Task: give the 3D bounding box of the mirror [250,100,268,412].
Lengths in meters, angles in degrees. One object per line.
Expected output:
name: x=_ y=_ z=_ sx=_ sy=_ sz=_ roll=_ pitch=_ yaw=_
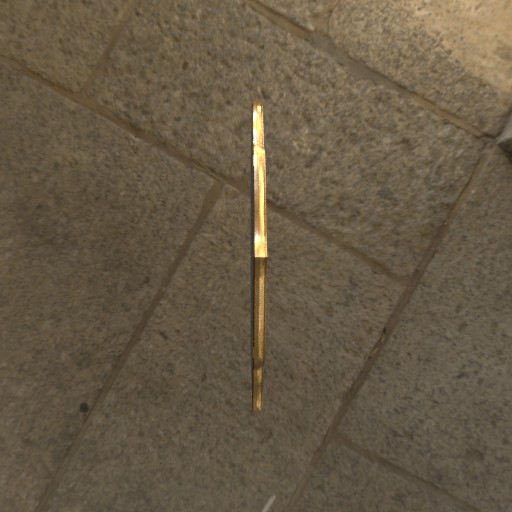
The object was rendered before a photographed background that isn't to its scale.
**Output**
mirror: x=0.000 y=0.000 z=0.866 sx=0.018 sy=0.635 sz=0.513 roll=0 pitch=90 yaw=-1
